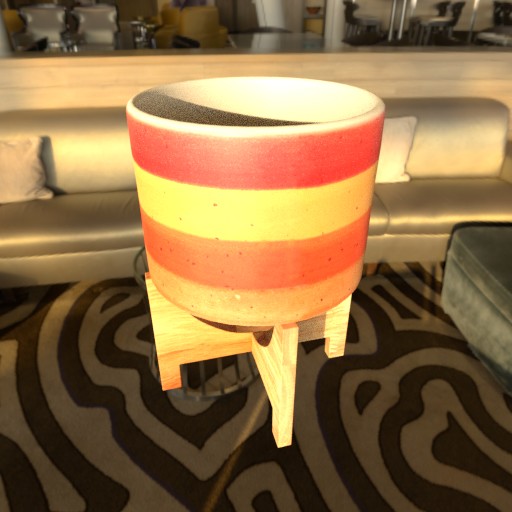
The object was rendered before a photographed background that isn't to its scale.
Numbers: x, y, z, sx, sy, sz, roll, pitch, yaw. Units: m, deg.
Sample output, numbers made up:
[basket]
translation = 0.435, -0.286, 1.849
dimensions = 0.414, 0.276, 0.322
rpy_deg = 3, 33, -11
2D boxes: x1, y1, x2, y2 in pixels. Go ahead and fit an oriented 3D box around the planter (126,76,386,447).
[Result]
[planter]
translation = 0.000, 0.000, 0.547
dimensions = 0.269, 0.379, 0.269
rpy_deg = 0, 31, 0
